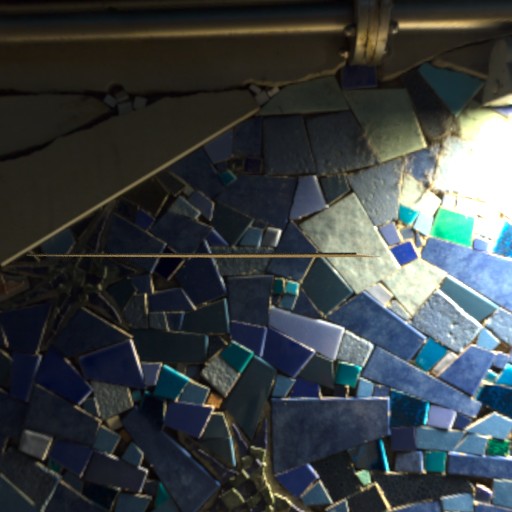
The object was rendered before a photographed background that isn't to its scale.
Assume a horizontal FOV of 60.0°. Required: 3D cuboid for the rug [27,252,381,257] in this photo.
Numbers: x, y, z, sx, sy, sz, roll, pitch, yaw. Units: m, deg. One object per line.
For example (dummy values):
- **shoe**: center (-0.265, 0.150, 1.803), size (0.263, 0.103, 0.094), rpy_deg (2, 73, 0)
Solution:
- **rug**: center (0.000, 0.000, 2.227), size (1.142, 0.006, 1.752), rpy_deg (0, 0, 18)
